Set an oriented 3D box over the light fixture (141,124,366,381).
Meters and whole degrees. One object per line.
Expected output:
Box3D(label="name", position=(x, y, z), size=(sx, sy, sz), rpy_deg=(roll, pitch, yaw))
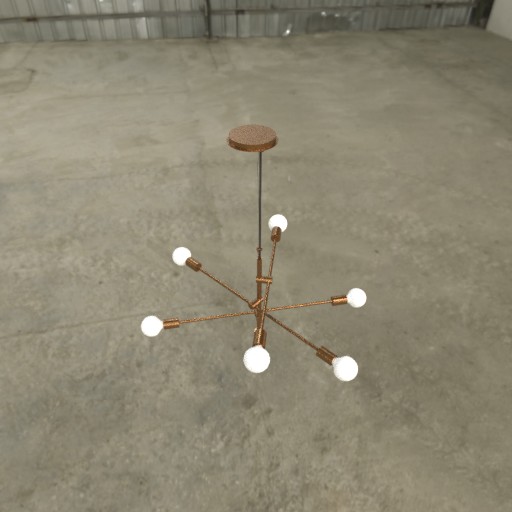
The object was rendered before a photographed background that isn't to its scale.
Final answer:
Box3D(label="light fixture", position=(0.000, 0.000, 1.276), size=(0.682, 0.744, 0.637), rpy_deg=(12, 41, 14))
